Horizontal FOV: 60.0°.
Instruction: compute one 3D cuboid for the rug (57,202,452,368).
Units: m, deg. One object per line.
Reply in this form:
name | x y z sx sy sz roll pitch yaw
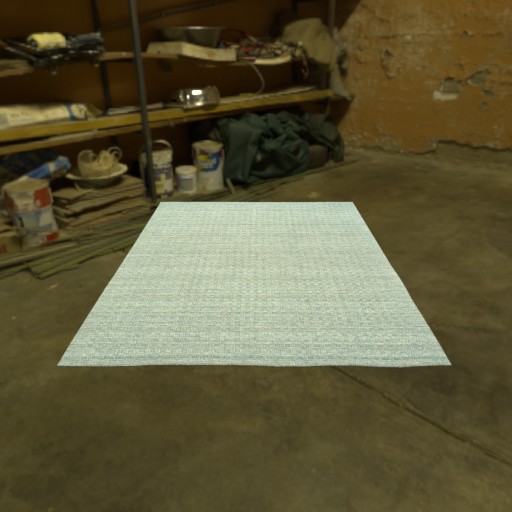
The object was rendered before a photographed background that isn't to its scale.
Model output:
rug | 0.000 0.000 4.165 2.443 0.007 3.200 0 25 0
